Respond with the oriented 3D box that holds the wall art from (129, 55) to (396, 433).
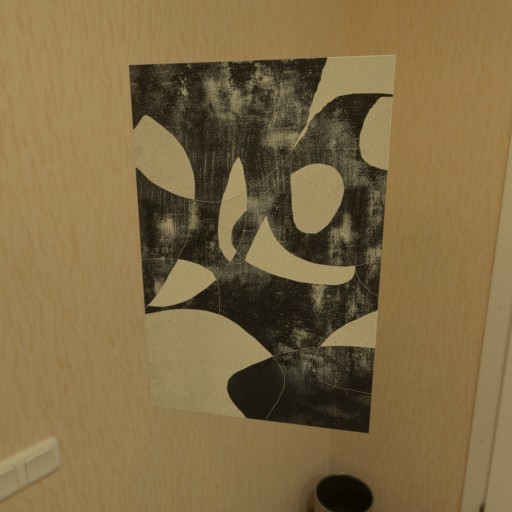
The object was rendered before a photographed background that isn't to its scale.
[{"bbox_3d":[0.000,0.000,1.124,0.610,0.915,0.041,3,14,11],"label":"wall art"}]
